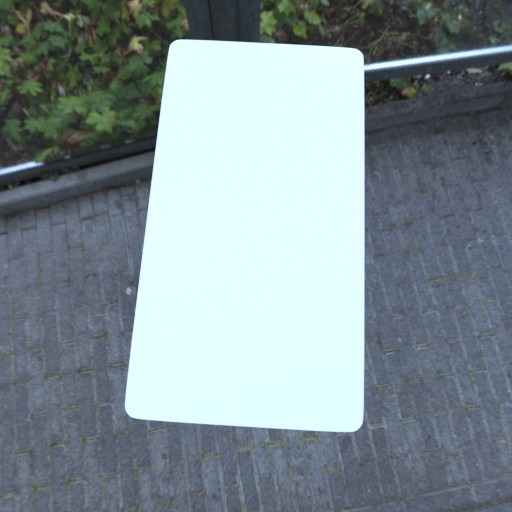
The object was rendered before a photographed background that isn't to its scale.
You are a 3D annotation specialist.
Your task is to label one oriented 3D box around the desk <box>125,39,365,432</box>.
[{"bbox_3d":[0.000,0.000,1.340,0.475,0.763,0.877,3,76,1],"label":"desk"}]
